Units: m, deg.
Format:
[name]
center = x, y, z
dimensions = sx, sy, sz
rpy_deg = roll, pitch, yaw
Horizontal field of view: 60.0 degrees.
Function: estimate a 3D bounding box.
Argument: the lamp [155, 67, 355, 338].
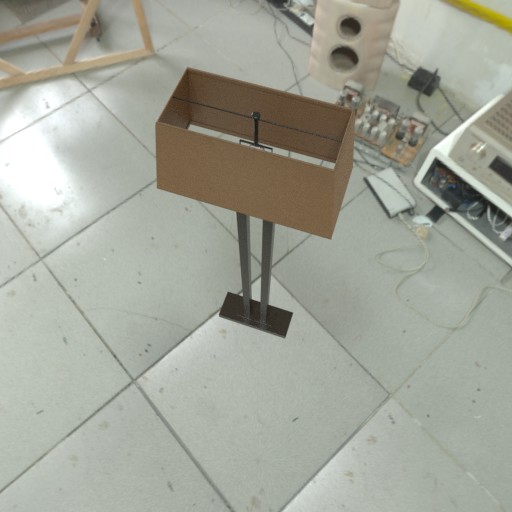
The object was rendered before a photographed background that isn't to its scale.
[lamp]
center = 0.000, 0.000, 1.635
dimensions = 0.475, 1.469, 0.233
rpy_deg = 17, 66, 8
